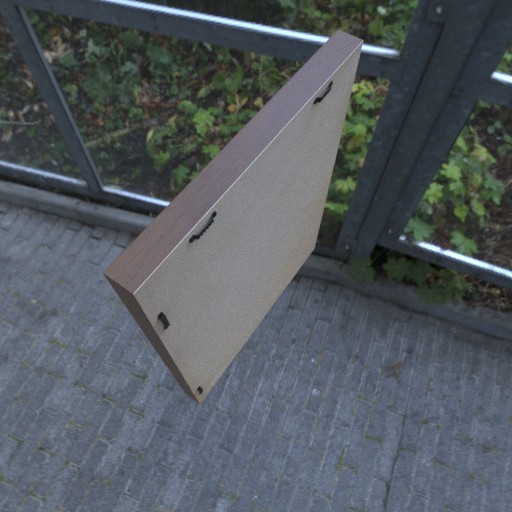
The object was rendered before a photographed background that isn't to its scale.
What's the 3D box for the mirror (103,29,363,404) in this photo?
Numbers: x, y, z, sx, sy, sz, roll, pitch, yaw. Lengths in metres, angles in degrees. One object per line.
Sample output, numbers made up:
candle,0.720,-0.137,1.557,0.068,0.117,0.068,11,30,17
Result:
mirror,0.000,0.000,0.680,0.041,0.508,0.405,32,66,16
